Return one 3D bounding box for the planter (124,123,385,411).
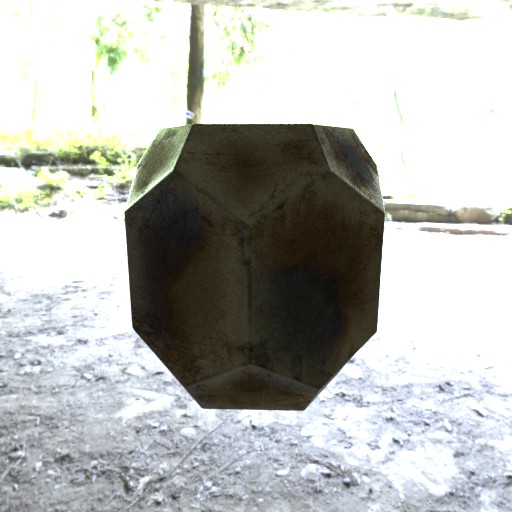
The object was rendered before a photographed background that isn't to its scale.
[{"bbox_3d":[0.000,0.000,0.428,0.243,0.238,0.221,-7,15,-27],"label":"planter"}]
